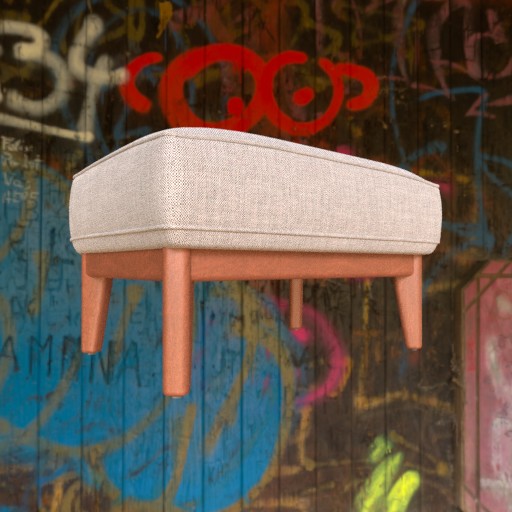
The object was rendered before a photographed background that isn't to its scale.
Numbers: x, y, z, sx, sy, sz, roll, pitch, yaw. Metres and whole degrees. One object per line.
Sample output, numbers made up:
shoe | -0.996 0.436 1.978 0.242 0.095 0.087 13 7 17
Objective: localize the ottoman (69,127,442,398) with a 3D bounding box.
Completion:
ottoman | 0.000 0.000 1.063 0.750 0.458 0.555 1 -2 -37
